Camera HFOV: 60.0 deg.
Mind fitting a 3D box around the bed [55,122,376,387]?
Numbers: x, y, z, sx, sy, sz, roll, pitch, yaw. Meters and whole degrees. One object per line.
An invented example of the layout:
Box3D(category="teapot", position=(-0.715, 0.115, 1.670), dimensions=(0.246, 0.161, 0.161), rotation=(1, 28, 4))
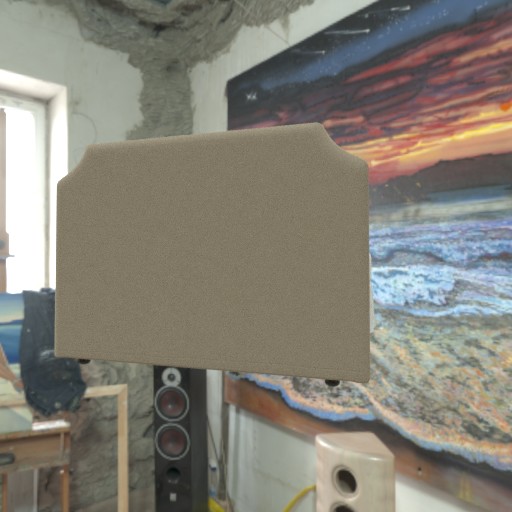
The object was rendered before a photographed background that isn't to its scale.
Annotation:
Box3D(category="bed", position=(0.000, 0.000, 3.392), dimensions=(1.828, 1.301, 2.204), rotation=(0, 0, 18))
